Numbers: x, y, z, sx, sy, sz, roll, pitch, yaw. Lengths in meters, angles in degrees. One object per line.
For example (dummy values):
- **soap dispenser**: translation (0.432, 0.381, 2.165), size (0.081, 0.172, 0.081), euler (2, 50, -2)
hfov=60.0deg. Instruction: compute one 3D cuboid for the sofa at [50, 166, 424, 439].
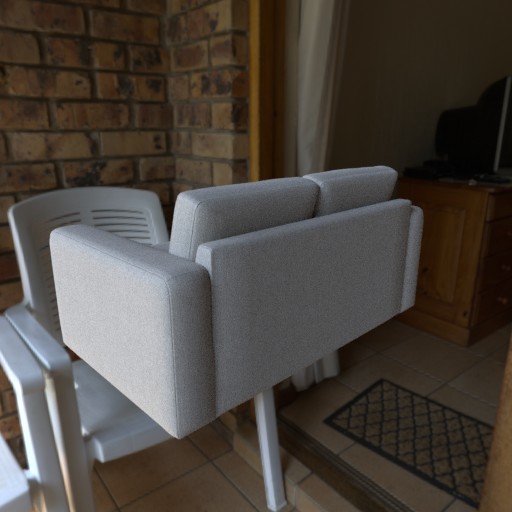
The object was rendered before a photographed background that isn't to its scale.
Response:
- **sofa**: translation (0.000, 0.000, 2.060), size (1.540, 0.800, 0.900), euler (-16, 23, -42)
